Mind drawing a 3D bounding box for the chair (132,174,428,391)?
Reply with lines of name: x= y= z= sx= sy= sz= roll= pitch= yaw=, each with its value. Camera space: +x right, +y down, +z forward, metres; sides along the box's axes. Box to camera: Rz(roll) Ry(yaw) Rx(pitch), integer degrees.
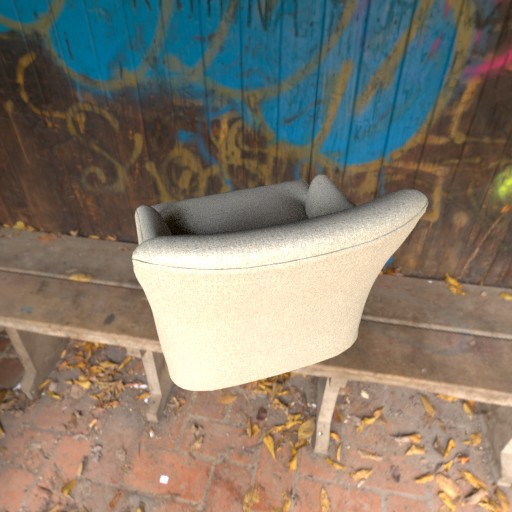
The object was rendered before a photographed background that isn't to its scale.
chair: x=0.000 y=0.000 z=1.674 sx=0.864 sy=0.856 sz=0.923 roll=-12 pitch=43 yaw=-13
